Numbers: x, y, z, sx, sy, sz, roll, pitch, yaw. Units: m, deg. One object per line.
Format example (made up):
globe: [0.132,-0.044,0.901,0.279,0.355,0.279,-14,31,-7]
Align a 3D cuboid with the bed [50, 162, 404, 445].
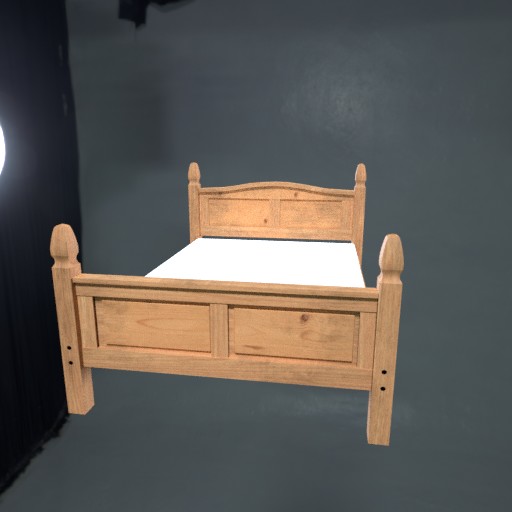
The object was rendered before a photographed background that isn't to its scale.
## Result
bed: [0.000,0.000,2.863,1.490,1.100,2.069,2,14,9]
